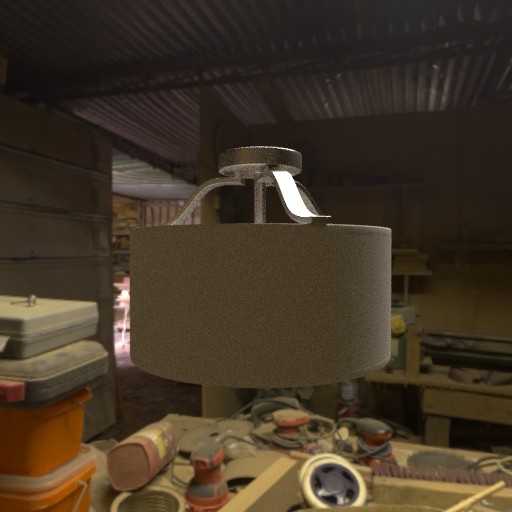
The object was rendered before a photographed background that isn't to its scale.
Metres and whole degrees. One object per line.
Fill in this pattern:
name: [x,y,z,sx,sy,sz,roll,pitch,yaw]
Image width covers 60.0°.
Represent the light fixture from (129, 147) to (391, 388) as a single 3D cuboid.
light fixture: [0.000,0.000,0.677,0.395,0.304,0.395,0,1,0]
